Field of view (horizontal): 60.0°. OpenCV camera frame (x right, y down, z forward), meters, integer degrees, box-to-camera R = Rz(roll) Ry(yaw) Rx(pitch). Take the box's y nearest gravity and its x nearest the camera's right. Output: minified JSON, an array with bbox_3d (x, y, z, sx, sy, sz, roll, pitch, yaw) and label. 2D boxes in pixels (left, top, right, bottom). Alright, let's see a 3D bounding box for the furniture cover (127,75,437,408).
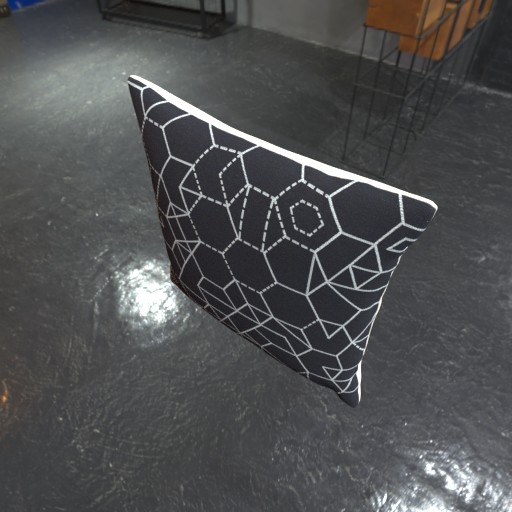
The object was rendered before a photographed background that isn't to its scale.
[{"bbox_3d":[0.000,0.000,0.786,0.517,0.508,0.158,30,54,25],"label":"furniture cover"}]
